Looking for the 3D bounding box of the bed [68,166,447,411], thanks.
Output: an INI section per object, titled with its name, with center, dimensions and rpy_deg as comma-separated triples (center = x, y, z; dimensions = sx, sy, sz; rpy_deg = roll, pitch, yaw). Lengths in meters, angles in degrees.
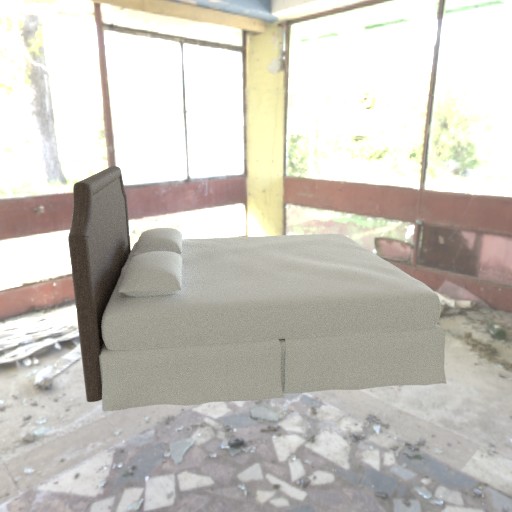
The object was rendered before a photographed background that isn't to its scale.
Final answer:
[bed]
center = 0.000, 0.000, 4.187
dimensions = 2.773, 1.590, 2.350
rpy_deg = -2, 16, -9
